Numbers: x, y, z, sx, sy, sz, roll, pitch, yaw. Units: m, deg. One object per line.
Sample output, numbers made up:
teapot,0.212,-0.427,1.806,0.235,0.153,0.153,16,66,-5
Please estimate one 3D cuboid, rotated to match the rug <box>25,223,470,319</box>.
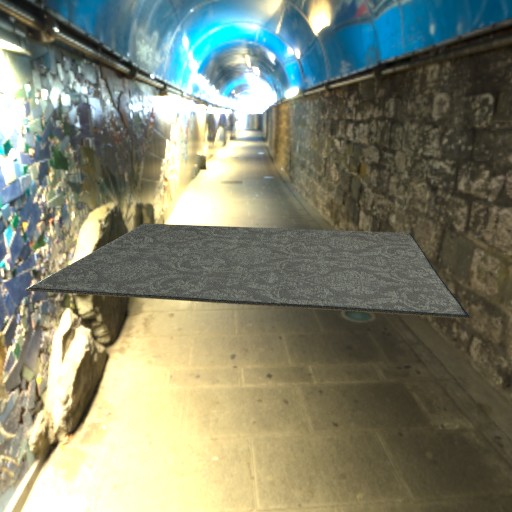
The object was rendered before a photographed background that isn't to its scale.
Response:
rug,0.000,0.000,2.905,2.206,0.014,1.578,3,17,9
